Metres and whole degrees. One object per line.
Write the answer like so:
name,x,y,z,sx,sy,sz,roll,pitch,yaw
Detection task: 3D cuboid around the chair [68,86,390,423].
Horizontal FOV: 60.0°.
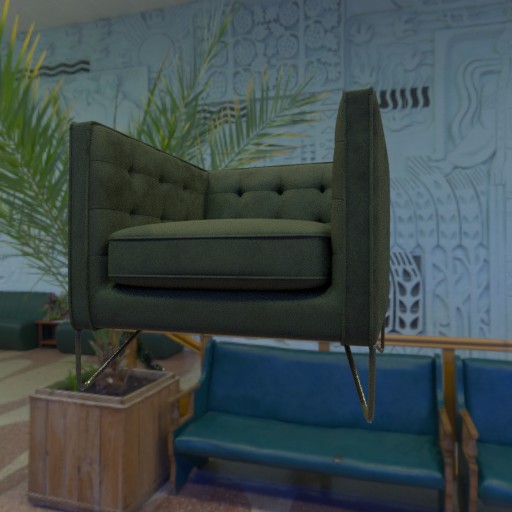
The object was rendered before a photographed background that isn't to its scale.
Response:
chair,0.000,0.000,1.540,0.880,0.790,0.894,0,0,18
